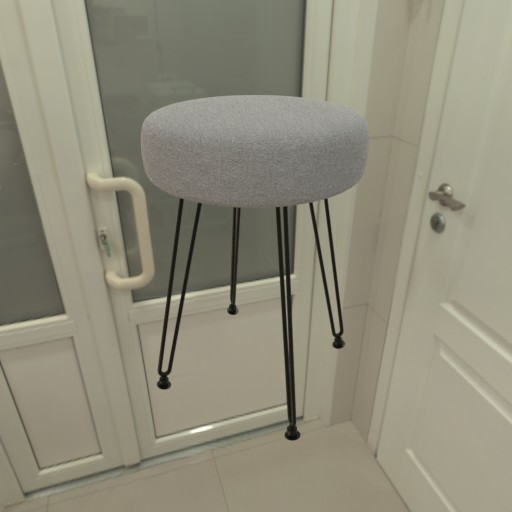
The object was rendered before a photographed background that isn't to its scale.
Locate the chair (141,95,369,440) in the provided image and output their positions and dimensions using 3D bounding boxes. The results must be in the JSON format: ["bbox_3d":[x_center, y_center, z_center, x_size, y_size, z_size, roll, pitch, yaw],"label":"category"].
[{"bbox_3d":[0.000,0.000,0.685,0.350,0.440,0.350,-9,30,-16],"label":"chair"}]
